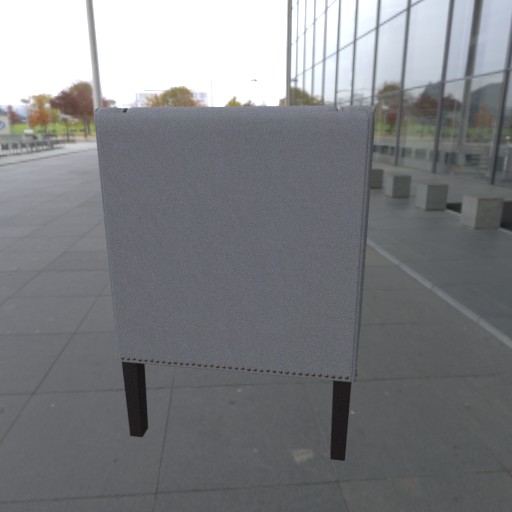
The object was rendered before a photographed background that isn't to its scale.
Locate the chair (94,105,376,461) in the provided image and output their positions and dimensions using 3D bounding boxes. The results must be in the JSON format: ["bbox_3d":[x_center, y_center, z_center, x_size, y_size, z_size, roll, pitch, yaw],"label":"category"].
[{"bbox_3d":[0.000,0.000,1.400,0.631,0.867,0.747,3,16,9],"label":"chair"}]
